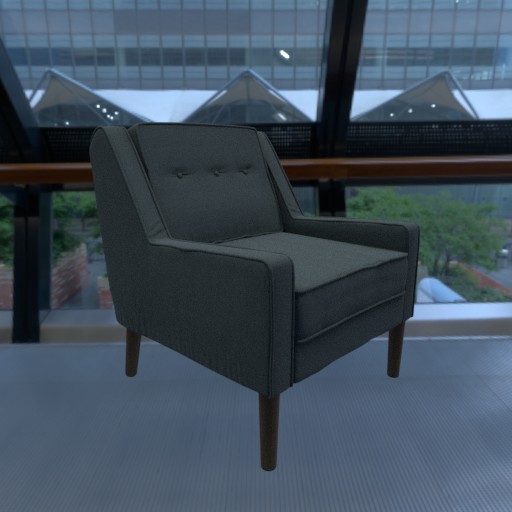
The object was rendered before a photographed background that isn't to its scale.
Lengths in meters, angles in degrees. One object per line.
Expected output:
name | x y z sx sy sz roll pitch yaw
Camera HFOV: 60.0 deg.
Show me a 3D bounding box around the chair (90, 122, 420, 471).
chair | 0.000 0.000 1.326 0.733 0.780 0.663 13 19 43
